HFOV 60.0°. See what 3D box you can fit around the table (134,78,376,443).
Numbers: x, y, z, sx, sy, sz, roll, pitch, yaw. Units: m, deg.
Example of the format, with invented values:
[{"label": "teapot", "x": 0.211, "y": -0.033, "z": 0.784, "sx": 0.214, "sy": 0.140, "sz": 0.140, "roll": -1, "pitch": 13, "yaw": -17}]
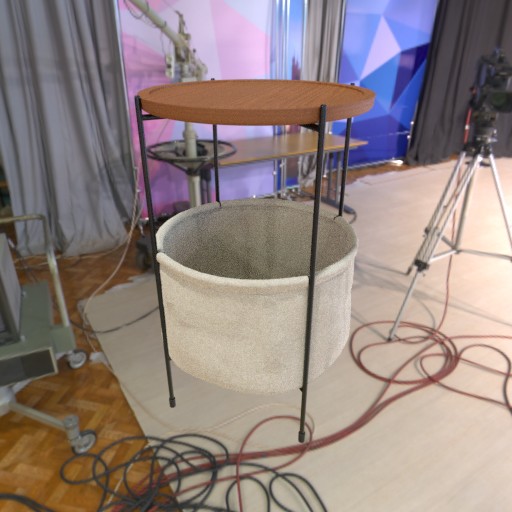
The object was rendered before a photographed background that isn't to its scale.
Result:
[{"label": "table", "x": 0.000, "y": 0.000, "z": 0.877, "sx": 0.393, "sy": 0.623, "sz": 0.393, "roll": 9, "pitch": 28, "yaw": 17}]
